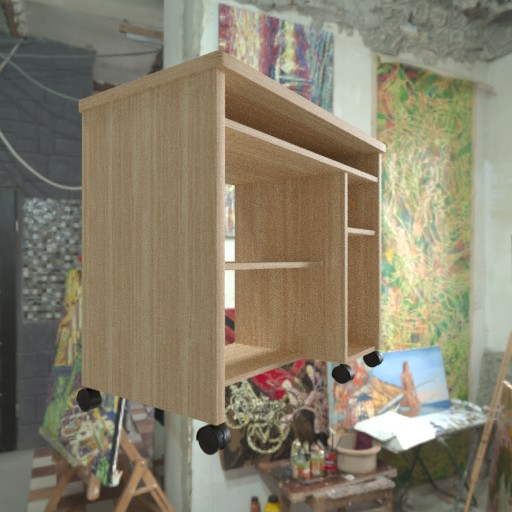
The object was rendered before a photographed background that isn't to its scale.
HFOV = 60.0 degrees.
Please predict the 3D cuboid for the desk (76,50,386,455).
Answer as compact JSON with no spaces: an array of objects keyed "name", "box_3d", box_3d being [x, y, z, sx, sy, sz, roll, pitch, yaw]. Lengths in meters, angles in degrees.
[{"name":"desk","box_3d":[0.000,0.000,1.324,0.480,0.770,0.884,0,0,36]}]
